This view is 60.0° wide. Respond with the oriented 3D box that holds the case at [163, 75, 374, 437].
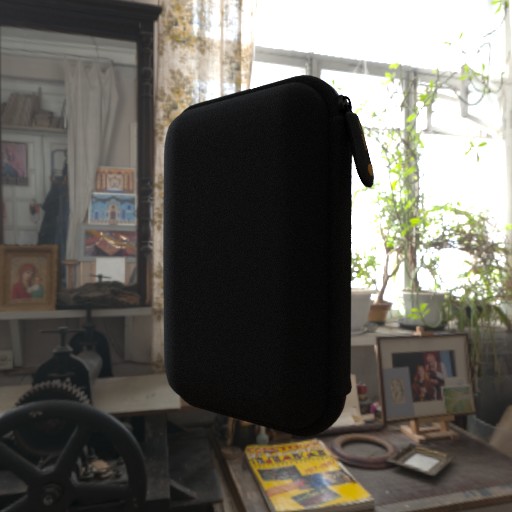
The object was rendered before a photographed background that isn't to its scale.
[{"bbox_3d":[0.000,0.000,0.196,0.107,0.147,0.030,0,0,36],"label":"case"}]
